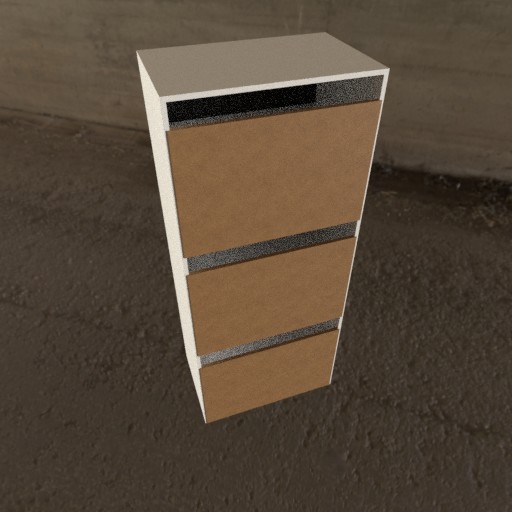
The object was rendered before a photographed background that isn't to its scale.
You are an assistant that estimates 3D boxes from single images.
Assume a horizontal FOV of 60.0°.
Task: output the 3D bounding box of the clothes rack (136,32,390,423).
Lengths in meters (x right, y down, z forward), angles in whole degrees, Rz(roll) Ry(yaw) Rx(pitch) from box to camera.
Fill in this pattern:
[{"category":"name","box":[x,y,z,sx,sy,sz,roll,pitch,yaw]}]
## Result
[{"category":"clothes rack","box":[0.000,0.000,1.398,0.500,1.187,0.330,-13,42,-15]}]
